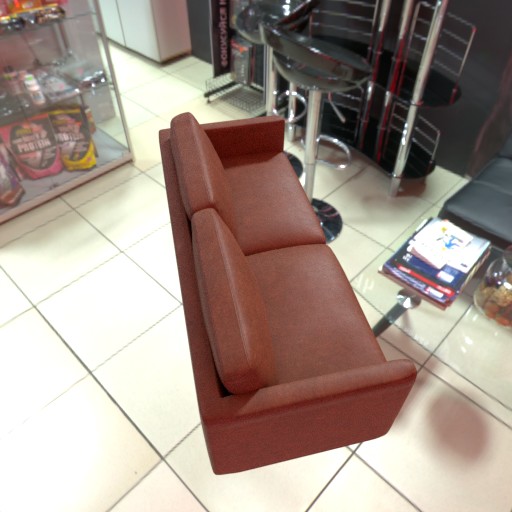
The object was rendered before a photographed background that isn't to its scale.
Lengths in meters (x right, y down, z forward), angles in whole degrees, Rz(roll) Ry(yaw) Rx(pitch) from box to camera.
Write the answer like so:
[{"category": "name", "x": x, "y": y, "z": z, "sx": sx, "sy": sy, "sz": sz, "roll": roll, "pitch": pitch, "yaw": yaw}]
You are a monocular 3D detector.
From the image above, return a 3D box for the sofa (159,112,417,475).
[{"category": "sofa", "x": 0.000, "y": 0.000, "z": 2.711, "sx": 0.950, "sy": 0.932, "sz": 2.204, "roll": -10, "pitch": 48, "yaw": -9}]
